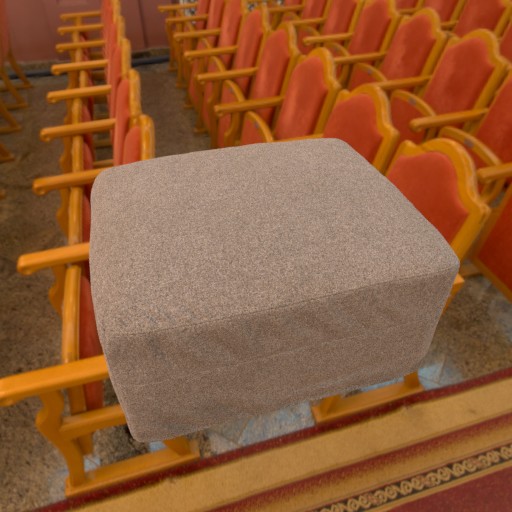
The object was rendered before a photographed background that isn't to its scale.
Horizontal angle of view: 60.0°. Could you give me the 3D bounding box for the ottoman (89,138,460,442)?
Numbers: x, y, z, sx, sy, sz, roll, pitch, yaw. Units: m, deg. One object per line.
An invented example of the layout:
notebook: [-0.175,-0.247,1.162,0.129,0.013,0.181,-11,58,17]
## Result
ottoman: [0.000,0.000,1.234,0.837,0.481,0.683,-10,41,-12]
